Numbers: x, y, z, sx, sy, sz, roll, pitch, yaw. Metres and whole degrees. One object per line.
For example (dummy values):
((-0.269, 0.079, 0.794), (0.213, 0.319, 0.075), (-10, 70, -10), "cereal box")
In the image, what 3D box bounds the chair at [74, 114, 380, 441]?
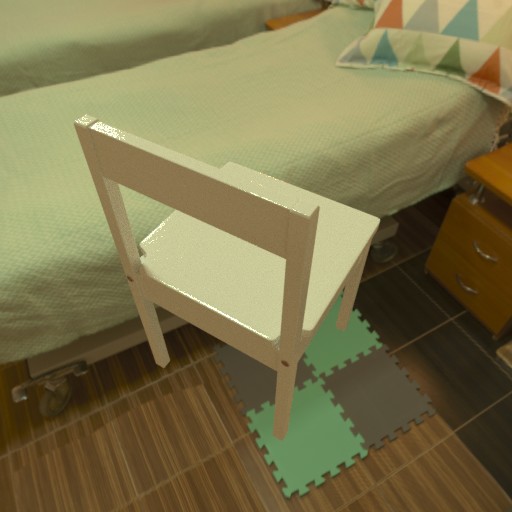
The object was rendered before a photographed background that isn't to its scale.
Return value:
((0.000, 0.000, 0.879), (0.367, 0.668, 0.361), (25, 53, 21), "chair")
